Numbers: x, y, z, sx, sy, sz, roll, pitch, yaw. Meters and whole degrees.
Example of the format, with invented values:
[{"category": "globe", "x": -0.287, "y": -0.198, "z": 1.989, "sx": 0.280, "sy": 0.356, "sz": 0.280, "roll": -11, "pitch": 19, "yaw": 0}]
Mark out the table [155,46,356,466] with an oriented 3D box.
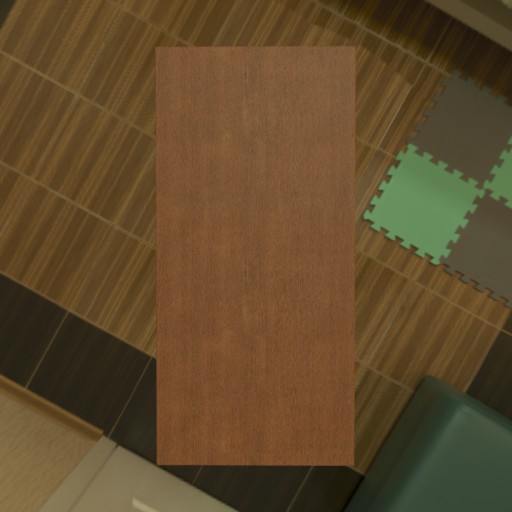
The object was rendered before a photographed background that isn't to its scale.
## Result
[{"category": "table", "x": 0.000, "y": 0.000, "z": 1.301, "sx": 0.483, "sy": 0.457, "sz": 1.016, "roll": 0, "pitch": 91, "yaw": 0}]
